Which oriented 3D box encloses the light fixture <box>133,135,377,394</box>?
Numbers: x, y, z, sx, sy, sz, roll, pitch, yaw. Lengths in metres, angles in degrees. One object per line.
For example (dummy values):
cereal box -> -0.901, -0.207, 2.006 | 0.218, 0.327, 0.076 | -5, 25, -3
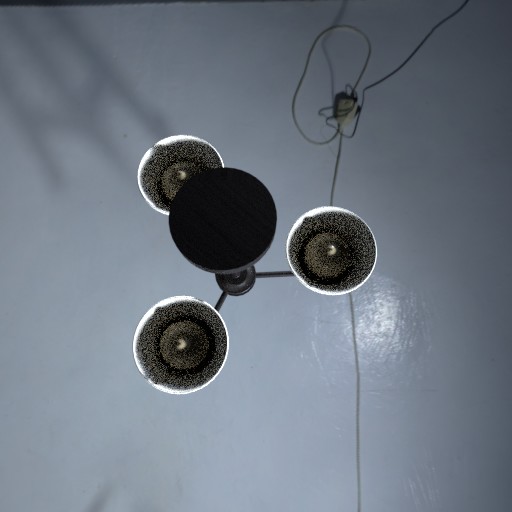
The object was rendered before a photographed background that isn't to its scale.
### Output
light fixture -> 0.000, 0.000, 0.670 | 0.354, 0.370, 0.388 | -2, 76, -1
